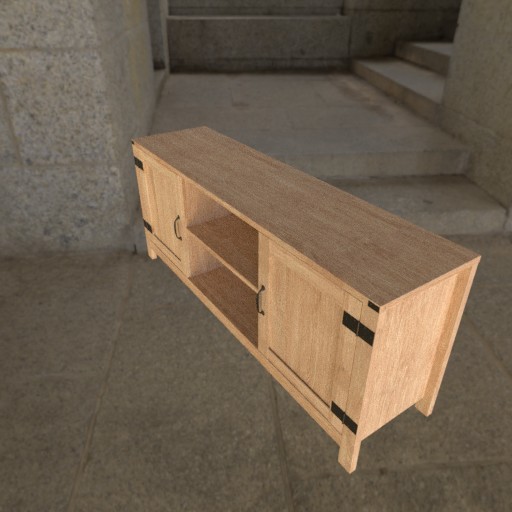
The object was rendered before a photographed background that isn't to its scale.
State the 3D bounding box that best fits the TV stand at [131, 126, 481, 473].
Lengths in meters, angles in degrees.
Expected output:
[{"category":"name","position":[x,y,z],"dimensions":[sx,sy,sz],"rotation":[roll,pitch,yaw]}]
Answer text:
[{"category":"TV stand","position":[0.000,0.000,1.715],"dimensions":[0.398,0.610,1.466],"rotation":[-20,37,-29]}]
